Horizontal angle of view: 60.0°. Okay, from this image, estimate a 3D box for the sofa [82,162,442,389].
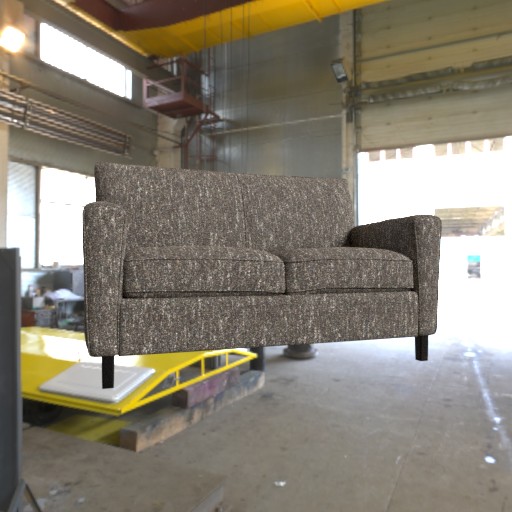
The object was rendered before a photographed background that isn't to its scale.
[{"bbox_3d":[0.000,0.000,2.123,1.519,0.946,0.801,0,0,-18],"label":"sofa"}]
